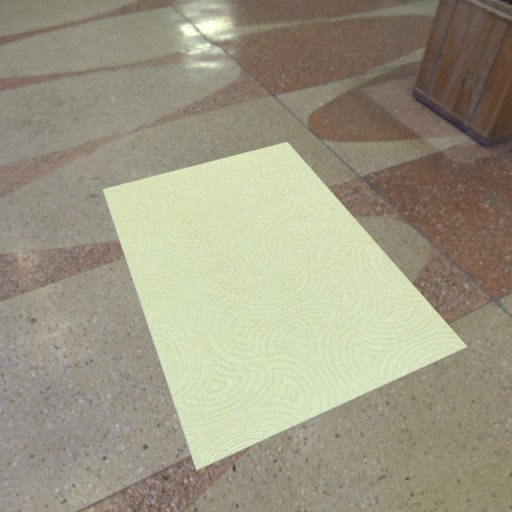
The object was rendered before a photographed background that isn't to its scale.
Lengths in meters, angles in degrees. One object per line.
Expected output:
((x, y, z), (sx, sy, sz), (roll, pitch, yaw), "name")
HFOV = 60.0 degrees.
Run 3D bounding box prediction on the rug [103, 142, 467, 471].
((0.000, 0.000, 2.817), (1.526, 0.015, 2.132), (-18, 50, -16), "rug")
